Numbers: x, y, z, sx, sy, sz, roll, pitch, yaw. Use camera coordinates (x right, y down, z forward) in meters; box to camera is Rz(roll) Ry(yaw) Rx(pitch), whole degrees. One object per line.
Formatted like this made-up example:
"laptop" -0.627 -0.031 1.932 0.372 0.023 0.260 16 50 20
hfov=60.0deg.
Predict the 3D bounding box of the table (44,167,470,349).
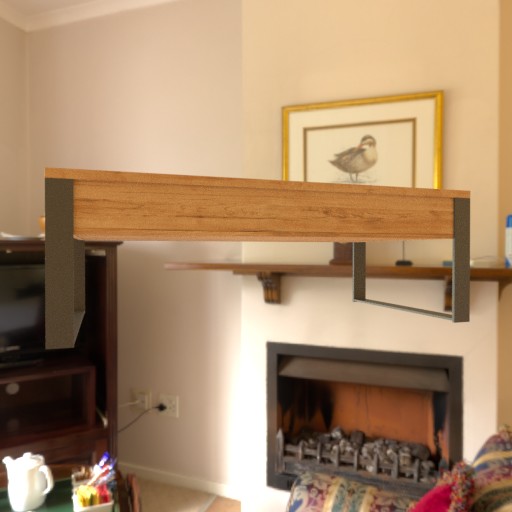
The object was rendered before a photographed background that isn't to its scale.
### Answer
"table" 0.000 0.000 1.442 1.180 0.400 0.590 0 1 -19
